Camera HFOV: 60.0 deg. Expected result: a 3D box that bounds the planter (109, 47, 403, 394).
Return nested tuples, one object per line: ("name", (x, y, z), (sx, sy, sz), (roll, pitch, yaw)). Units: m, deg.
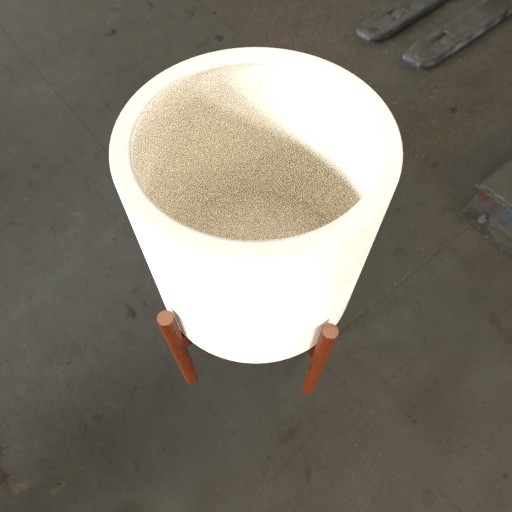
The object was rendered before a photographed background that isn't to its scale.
("planter", (0.000, 0.000, 0.923), (0.417, 0.670, 0.417), (5, 59, 3))
